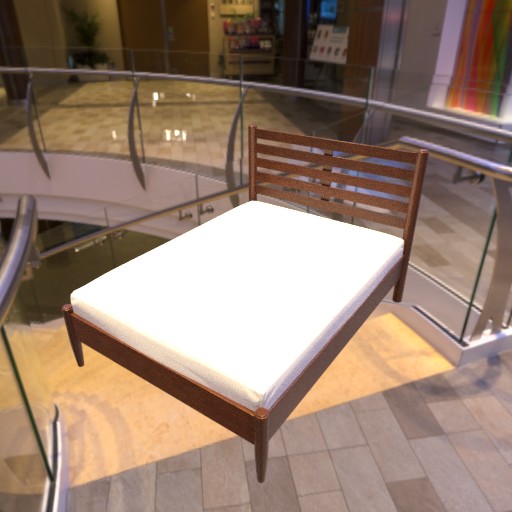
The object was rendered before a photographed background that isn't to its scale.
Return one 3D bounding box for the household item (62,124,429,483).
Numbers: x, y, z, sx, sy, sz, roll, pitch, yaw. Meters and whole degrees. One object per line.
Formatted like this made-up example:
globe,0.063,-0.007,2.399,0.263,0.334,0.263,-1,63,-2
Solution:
household item,0.000,0.000,3.279,1.663,1.356,2.232,18,33,30
